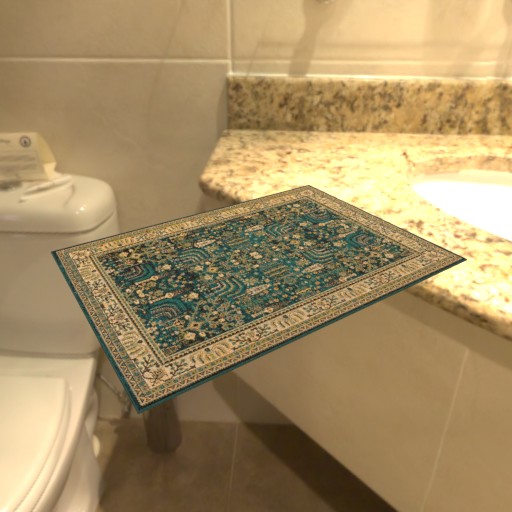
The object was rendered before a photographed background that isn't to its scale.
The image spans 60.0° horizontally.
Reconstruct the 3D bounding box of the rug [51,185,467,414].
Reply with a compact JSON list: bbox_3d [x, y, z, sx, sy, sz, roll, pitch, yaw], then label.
[{"bbox_3d":[0.000,0.000,2.901,2.213,0.013,1.594,-18,35,-29],"label":"rug"}]
